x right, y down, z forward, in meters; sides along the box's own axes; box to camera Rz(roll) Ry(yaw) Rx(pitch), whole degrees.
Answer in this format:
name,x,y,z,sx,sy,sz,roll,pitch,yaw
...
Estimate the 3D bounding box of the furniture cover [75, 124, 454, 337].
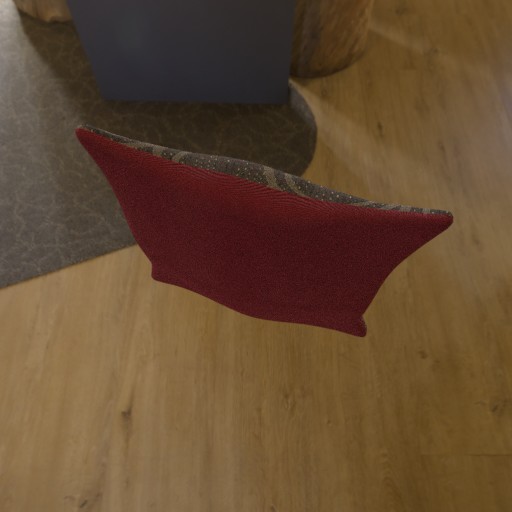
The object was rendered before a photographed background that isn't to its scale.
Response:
name,x,y,z,sx,sy,sz,roll,pitch,yaw
furniture cover,0.000,0.000,0.804,0.514,0.513,0.163,15,65,7
